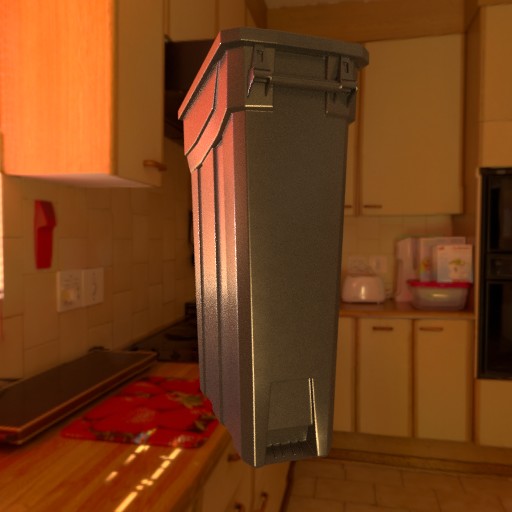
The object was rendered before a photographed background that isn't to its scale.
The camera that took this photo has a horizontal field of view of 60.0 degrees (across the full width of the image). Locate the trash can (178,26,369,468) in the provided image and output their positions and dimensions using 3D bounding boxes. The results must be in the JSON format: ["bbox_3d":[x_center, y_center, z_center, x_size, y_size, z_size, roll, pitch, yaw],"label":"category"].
[{"bbox_3d":[0.000,0.000,1.014,0.281,0.762,0.559,-1,2,-18],"label":"trash can"}]
